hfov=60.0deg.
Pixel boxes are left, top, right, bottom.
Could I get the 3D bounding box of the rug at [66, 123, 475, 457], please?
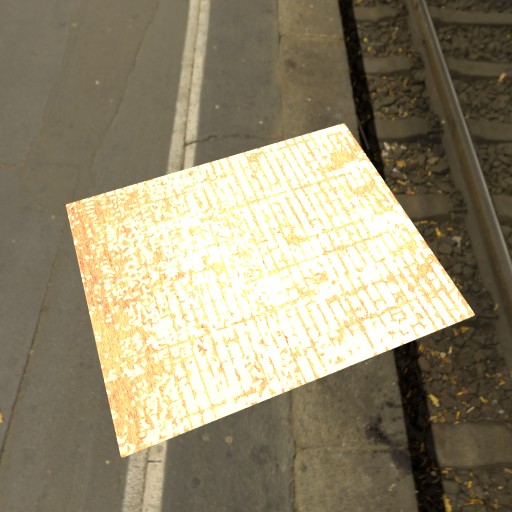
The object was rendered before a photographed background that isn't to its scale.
[{"bbox_3d":[0.000,0.000,4.060,3.050,0.011,2.441,-19,62,-10],"label":"rug"}]
